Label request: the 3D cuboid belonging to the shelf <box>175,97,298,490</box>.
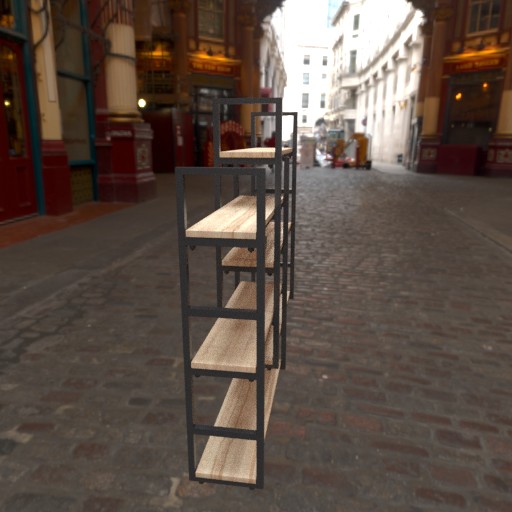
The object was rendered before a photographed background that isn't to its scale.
[{"bbox_3d":[0.000,0.000,1.405,0.183,0.921,0.946,2,15,9],"label":"shelf"}]
